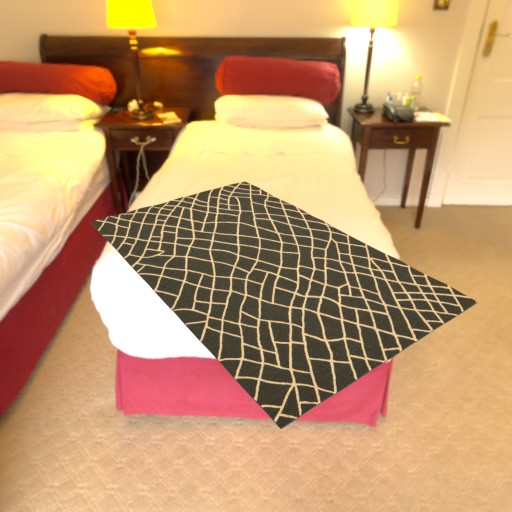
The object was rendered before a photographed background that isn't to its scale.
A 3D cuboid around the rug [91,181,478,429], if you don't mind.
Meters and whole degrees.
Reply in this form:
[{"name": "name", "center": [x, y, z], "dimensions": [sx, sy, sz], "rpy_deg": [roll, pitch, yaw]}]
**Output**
[{"name": "rug", "center": [0.000, 0.000, 3.125], "dimensions": [1.529, 0.017, 2.448], "rpy_deg": [-21, 37, -30]}]
